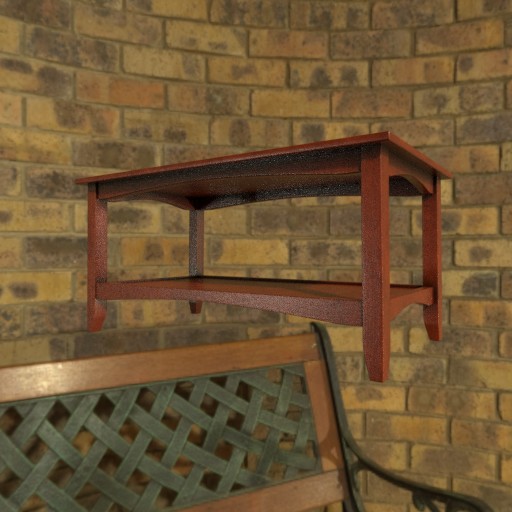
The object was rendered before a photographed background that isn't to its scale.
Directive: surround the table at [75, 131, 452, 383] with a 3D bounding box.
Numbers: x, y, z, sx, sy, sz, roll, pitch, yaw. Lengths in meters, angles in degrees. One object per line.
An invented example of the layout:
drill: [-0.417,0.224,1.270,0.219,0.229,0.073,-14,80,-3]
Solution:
table: [0.000,0.000,1.269,0.943,0.456,0.533,1,1,35]
